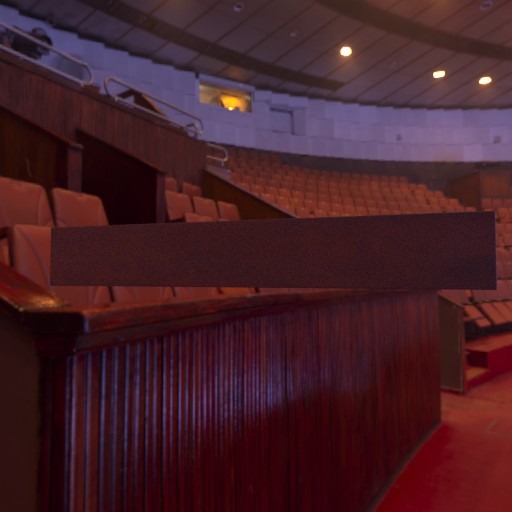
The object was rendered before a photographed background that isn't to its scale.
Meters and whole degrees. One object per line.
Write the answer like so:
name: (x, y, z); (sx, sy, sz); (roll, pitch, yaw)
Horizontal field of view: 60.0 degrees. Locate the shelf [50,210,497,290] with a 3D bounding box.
shelf: (0.000, 0.000, 0.655); (0.607, 0.088, 0.152); (-1, -2, 17)
